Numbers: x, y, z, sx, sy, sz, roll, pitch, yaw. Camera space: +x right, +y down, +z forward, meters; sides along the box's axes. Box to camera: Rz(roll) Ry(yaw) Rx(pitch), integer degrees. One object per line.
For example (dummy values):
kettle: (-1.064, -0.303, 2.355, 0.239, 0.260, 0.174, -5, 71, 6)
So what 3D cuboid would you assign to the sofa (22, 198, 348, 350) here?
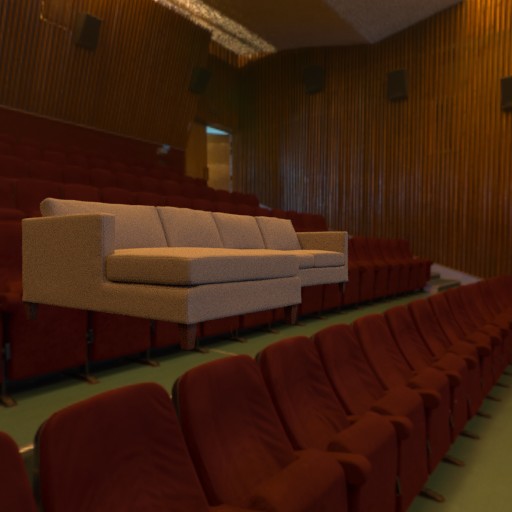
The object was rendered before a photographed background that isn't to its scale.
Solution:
sofa: (0.000, 0.000, 3.794, 1.625, 0.846, 3.186, 1, 1, 37)
